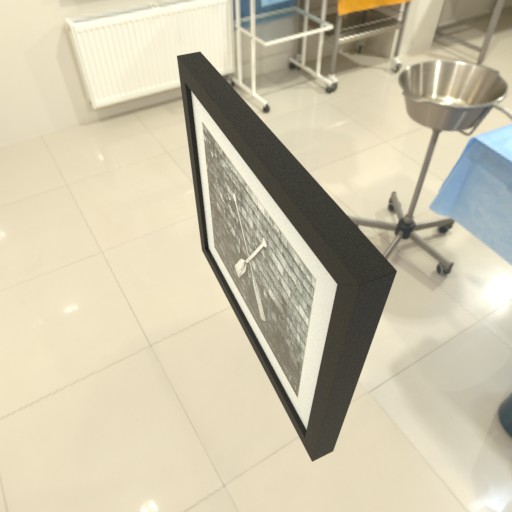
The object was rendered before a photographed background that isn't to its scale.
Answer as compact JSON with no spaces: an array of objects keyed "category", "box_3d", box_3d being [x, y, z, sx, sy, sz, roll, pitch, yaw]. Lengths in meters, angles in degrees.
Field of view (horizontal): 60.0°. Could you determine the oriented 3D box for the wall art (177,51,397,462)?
[{"category":"wall art","box_3d":[0.000,0.000,0.526,0.029,0.330,0.381,-19,50,-17]}]
